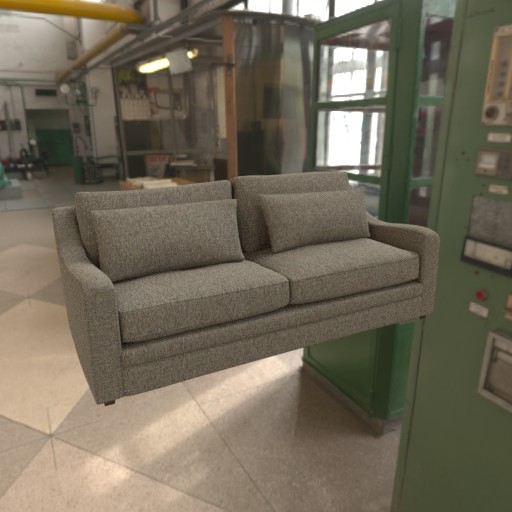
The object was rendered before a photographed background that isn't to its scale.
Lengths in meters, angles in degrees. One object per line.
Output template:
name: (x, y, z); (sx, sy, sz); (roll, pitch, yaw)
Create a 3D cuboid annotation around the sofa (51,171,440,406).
sofa: (0.000, 0.000, 3.014); (2.418, 0.998, 1.103); (-9, 19, -27)
